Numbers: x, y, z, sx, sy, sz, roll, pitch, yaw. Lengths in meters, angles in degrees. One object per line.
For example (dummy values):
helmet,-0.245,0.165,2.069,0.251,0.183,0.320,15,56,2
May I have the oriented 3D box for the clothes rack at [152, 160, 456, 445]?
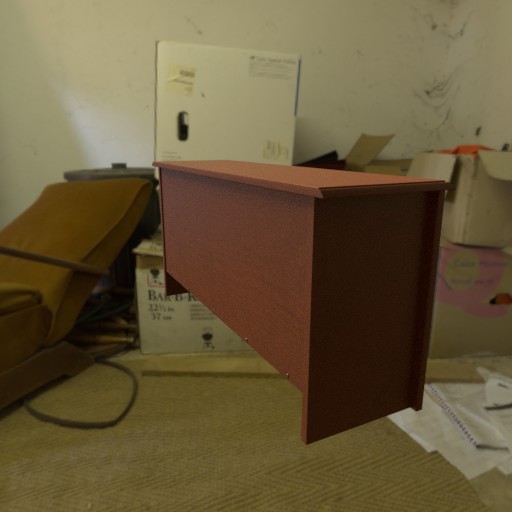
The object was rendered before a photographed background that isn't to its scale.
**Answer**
clothes rack,0.000,0.000,1.520,0.362,0.594,1.251,-7,16,-26
